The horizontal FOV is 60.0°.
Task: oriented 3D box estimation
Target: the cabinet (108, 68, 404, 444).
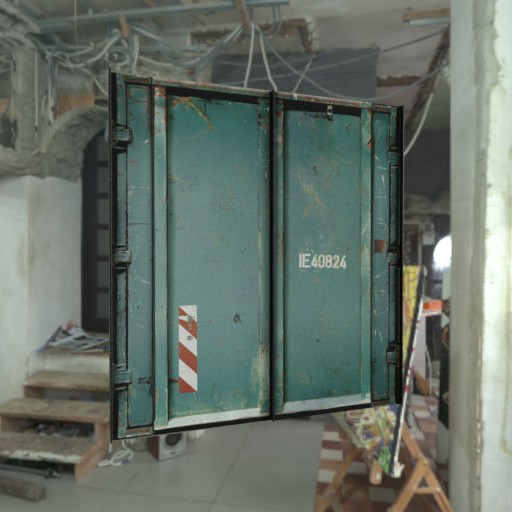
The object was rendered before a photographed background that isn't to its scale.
[{"bbox_3d":[0.000,0.000,3.178,2.000,2.160,0.680,0,1,-19],"label":"cabinet"}]
